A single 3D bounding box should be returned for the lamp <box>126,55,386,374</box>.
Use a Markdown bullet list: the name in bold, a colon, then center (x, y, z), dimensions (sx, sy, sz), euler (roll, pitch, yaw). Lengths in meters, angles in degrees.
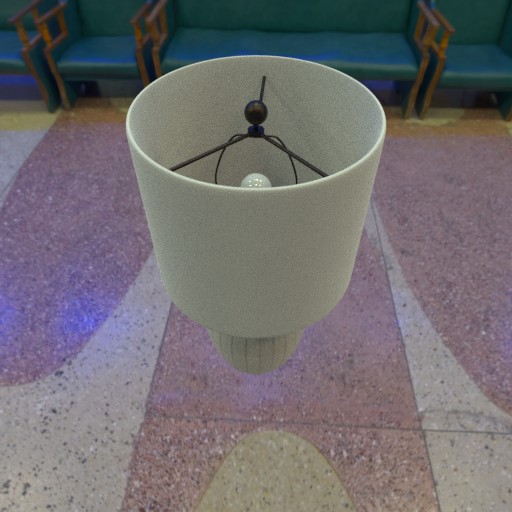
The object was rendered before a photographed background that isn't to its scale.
- **lamp**: center (0.000, 0.000, 0.765), dimensions (0.328, 0.570, 0.328), euler (0, 47, 0)
